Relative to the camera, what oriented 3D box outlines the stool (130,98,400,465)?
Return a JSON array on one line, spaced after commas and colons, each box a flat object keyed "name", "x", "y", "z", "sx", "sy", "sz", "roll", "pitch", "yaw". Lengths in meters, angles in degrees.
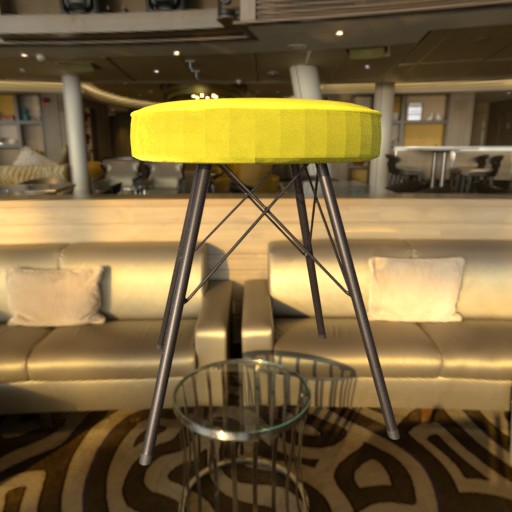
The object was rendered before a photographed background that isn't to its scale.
[{"name": "stool", "x": 0.000, "y": 0.000, "z": 0.796, "sx": 0.409, "sy": 0.508, "sz": 0.409, "roll": -2, "pitch": 14, "yaw": -8}]
